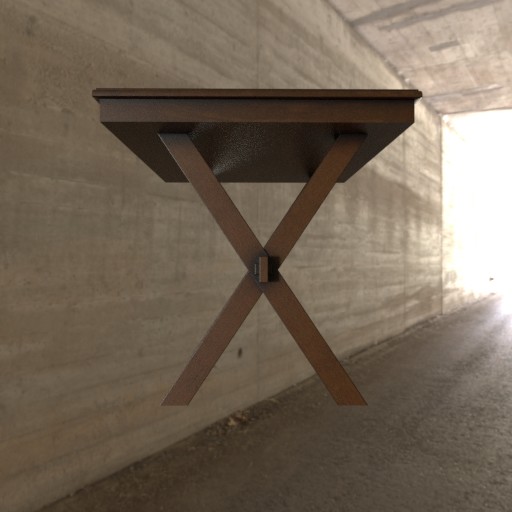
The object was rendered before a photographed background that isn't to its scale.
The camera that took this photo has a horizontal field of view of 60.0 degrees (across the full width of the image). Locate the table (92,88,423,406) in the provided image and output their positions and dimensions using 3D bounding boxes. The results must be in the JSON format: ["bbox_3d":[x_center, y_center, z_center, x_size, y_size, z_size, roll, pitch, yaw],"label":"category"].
[{"bbox_3d":[0.000,0.000,1.048,0.560,0.562,0.602,0,-1,-1],"label":"table"}]
